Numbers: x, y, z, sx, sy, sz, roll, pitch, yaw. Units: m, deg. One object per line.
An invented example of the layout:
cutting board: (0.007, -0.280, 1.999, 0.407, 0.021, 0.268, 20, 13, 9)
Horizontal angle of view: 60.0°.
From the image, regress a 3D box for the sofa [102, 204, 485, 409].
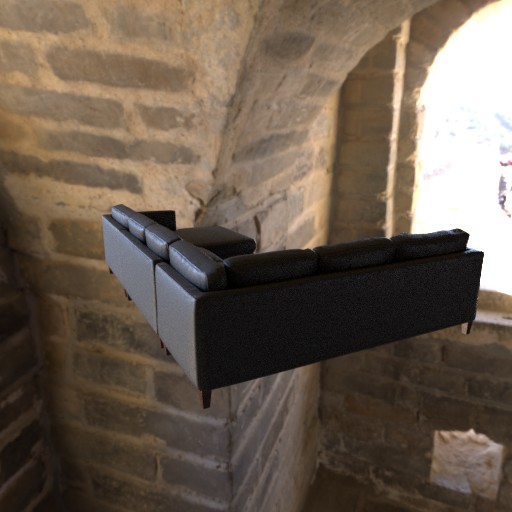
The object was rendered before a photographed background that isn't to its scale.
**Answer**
sofa: (0.000, 0.000, 4.660, 2.593, 0.923, 3.460, -7, 16, -26)
